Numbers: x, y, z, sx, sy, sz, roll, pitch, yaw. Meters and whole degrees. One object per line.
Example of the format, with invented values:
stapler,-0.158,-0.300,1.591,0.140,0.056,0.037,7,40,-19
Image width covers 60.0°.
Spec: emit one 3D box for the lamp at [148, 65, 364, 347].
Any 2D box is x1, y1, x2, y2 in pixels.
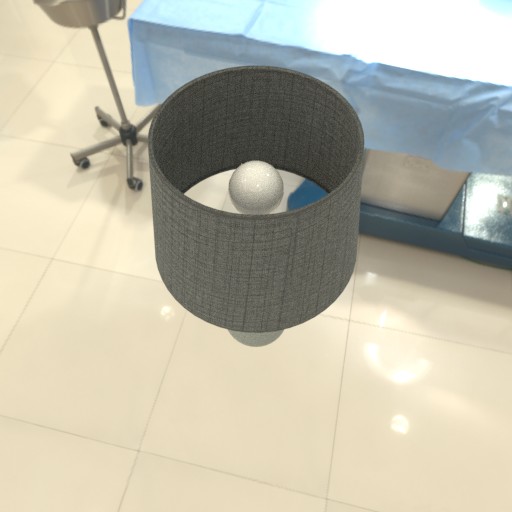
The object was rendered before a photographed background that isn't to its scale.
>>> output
lamp,0.000,0.000,0.589,0.251,0.429,0.251,0,58,0
